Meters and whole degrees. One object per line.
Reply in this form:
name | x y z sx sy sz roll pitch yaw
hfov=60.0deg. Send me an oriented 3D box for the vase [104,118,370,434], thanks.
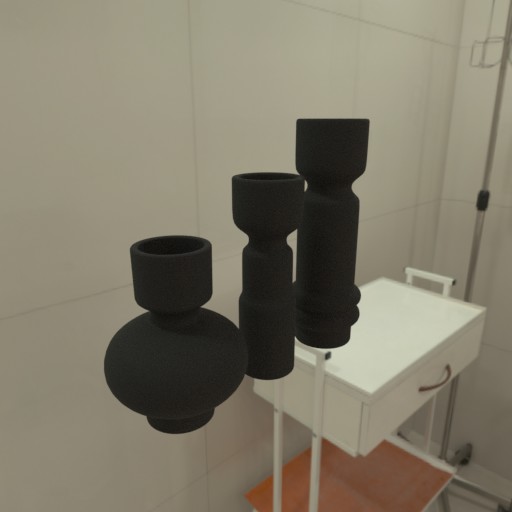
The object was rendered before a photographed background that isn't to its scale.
vase | 0.000 0.000 0.420 0.307 0.249 0.120 -16 23 -42
